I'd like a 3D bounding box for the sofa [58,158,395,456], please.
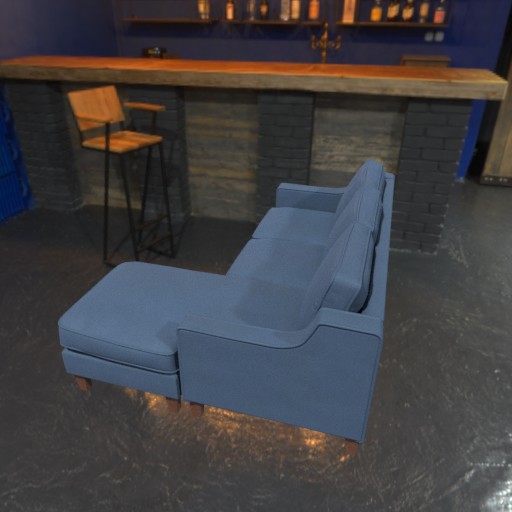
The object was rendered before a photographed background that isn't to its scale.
[{"bbox_3d":[0.000,0.000,3.309,1.858,1.066,2.317,8,30,14],"label":"sofa"}]
